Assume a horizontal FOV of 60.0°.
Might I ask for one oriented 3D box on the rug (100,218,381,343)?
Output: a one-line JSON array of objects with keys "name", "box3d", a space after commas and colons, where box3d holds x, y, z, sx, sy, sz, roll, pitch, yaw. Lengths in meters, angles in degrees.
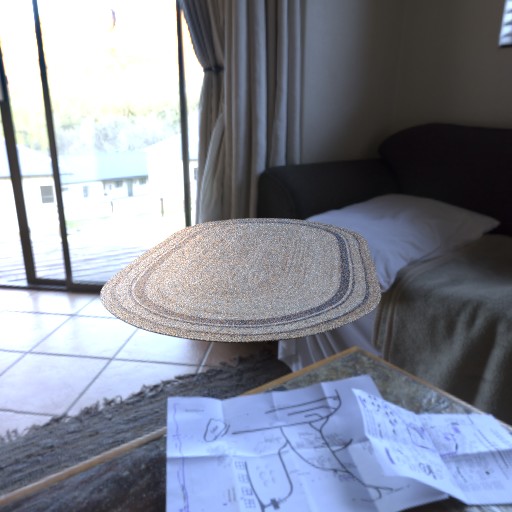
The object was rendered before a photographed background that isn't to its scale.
[{"name": "rug", "box3d": [0.000, 0.000, 2.940, 1.520, 0.006, 2.432, 3, 17, 9]}]
